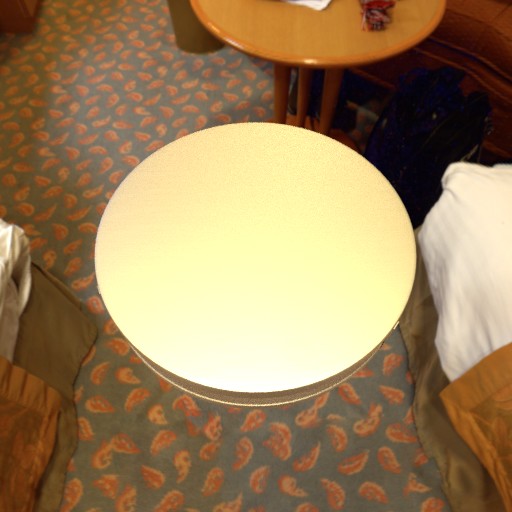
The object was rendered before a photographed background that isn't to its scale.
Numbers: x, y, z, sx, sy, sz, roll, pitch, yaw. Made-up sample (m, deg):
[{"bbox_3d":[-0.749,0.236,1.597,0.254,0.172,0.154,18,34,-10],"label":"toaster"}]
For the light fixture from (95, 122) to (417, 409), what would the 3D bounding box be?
[{"bbox_3d":[0.000,0.000,0.538,0.356,0.102,0.356,0,58,0],"label":"light fixture"}]
